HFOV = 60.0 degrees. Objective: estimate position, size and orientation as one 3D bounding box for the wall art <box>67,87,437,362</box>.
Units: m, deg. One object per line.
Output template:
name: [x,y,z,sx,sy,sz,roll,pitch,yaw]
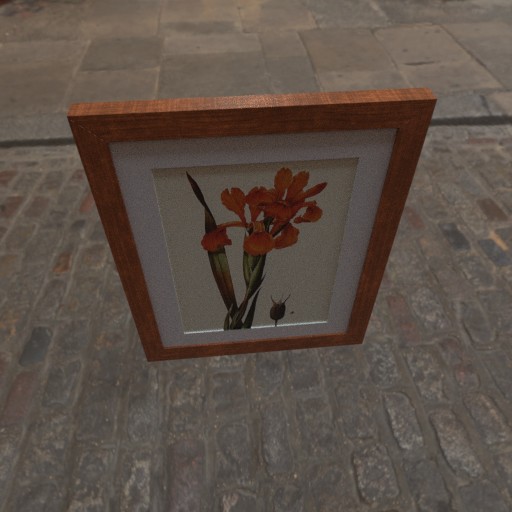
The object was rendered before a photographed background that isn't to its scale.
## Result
wall art: [0.000,0.000,0.770,0.467,0.567,0.033,-4,46,-4]
